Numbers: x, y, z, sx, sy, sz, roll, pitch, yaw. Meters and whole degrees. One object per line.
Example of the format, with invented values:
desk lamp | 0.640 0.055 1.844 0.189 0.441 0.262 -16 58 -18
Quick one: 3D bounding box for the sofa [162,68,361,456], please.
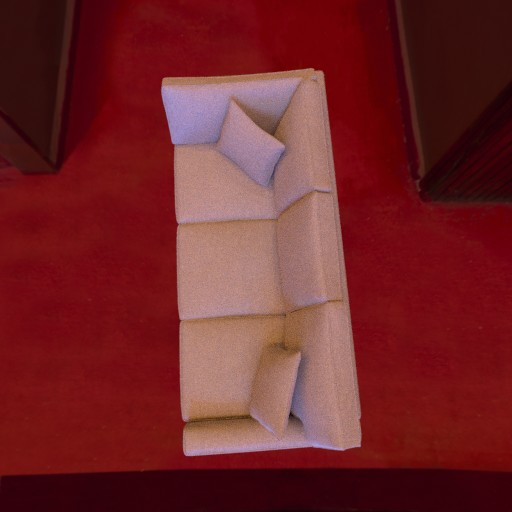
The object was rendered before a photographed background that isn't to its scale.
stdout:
sofa | 0.000 0.000 2.895 1.061 0.962 2.317 -3 77 -1
